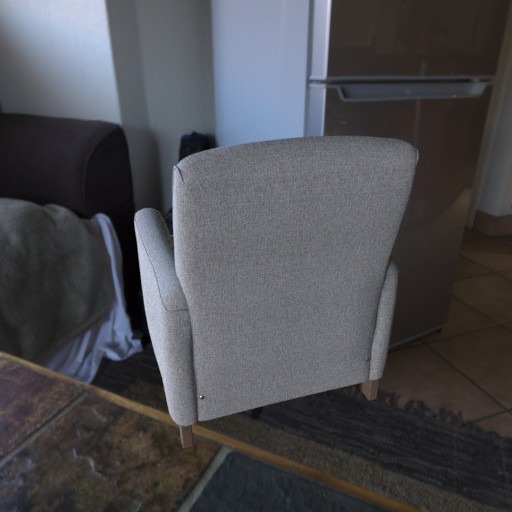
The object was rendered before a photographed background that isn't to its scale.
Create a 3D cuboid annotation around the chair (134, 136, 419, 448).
[{"bbox_3d":[0.000,0.000,1.679,0.848,1.014,0.864,-8,26,-17],"label":"chair"}]
